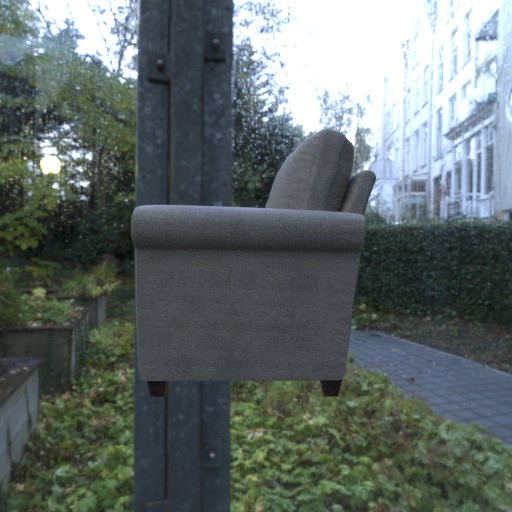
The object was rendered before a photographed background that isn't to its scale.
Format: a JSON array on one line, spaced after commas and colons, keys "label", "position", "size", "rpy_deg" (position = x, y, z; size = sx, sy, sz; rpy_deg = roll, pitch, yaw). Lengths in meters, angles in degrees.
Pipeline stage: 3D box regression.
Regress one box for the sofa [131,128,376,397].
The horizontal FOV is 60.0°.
[{"label": "sofa", "position": [0.000, 0.000, 2.392], "size": [0.842, 0.942, 1.935], "rpy_deg": [0, 0, -1]}]
